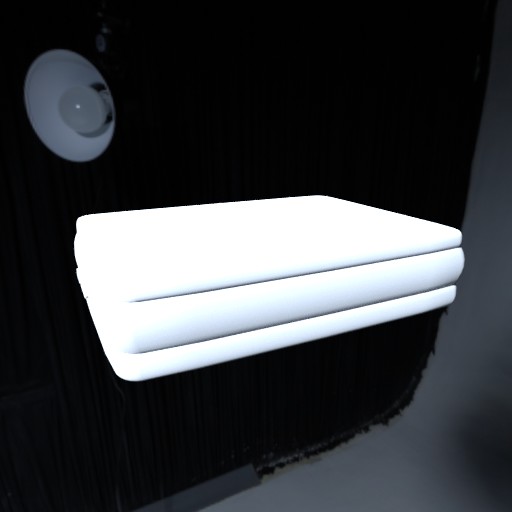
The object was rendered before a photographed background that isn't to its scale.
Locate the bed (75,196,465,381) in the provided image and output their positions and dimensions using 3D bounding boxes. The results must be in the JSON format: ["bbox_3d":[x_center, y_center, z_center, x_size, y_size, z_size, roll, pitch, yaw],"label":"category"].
[{"bbox_3d":[0.000,0.000,2.715,2.036,0.460,1.520,-8,19,-25],"label":"bed"}]
